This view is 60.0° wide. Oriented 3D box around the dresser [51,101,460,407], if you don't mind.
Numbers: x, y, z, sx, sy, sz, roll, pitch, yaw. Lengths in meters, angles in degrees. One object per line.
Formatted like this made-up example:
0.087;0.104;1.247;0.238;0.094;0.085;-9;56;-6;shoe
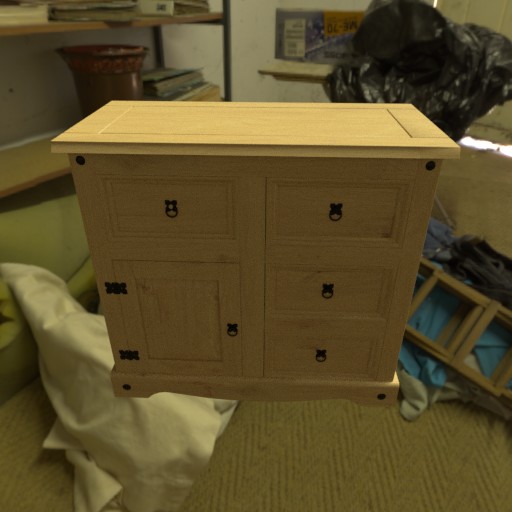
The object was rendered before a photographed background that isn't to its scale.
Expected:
0.000;0.000;1.383;0.915;0.835;0.440;1;31;2;dresser
